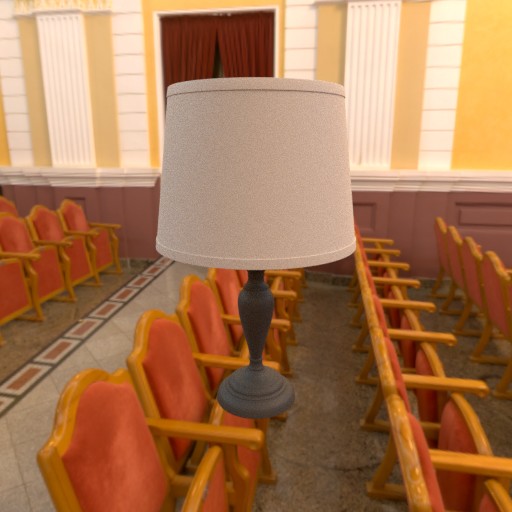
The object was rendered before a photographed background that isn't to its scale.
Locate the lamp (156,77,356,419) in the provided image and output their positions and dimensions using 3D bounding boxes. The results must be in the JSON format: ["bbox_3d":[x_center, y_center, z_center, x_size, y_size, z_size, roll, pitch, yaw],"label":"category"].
[{"bbox_3d":[0.000,0.000,0.708,0.310,0.501,0.310,0,15,0],"label":"lamp"}]
